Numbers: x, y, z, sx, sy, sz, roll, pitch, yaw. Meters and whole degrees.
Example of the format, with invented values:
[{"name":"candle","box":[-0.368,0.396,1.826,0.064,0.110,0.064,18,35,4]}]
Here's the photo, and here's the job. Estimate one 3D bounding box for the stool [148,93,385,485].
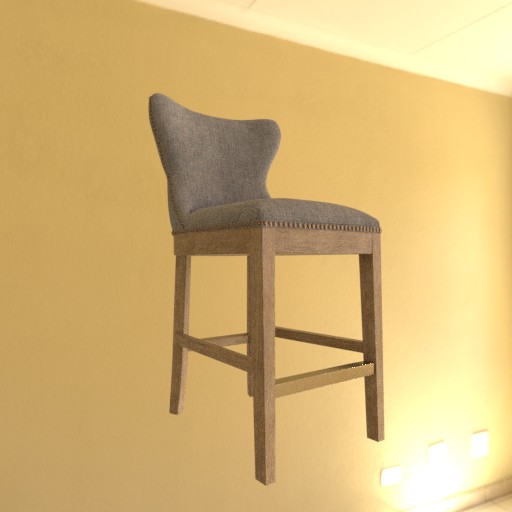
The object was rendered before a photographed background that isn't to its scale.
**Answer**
[{"name":"stool","box":[0.000,0.000,1.301,0.498,0.981,0.608,0,0,-37]}]
